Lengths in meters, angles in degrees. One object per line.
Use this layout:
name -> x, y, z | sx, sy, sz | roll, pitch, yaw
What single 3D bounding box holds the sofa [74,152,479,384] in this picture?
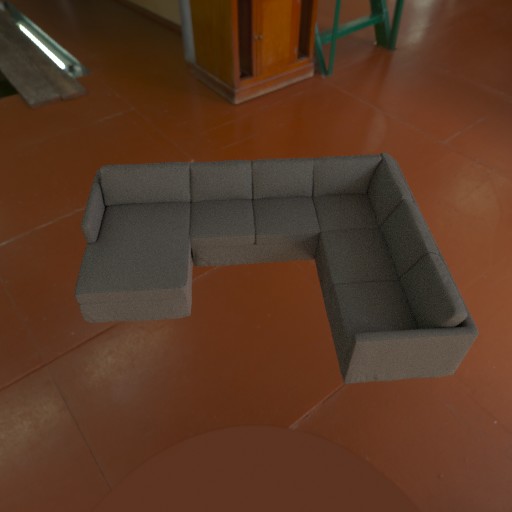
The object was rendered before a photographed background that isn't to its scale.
sofa -> 0.000, 0.000, 4.494 | 3.528, 0.878, 2.476 | -3, 48, -3
